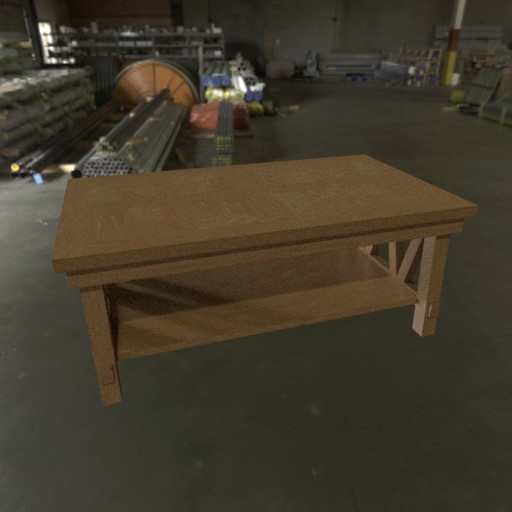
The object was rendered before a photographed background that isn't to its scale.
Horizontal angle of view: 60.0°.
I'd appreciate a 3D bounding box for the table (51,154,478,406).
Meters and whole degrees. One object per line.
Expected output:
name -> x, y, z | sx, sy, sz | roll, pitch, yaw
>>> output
table -> 0.000, 0.000, 1.664 | 1.270, 0.507, 0.711 | -8, 28, -16
